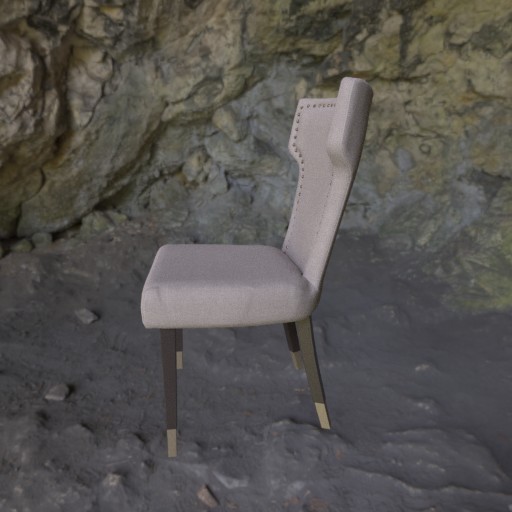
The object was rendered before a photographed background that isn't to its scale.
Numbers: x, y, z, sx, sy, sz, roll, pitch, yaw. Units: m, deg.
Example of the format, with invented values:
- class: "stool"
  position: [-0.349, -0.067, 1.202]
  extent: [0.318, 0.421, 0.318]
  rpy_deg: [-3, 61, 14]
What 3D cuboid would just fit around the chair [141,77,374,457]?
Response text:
- class: "chair"
  position: [0.000, 0.000, 1.338]
  extent: [0.630, 0.955, 0.526]
  rpy_deg: [-2, 13, -7]
